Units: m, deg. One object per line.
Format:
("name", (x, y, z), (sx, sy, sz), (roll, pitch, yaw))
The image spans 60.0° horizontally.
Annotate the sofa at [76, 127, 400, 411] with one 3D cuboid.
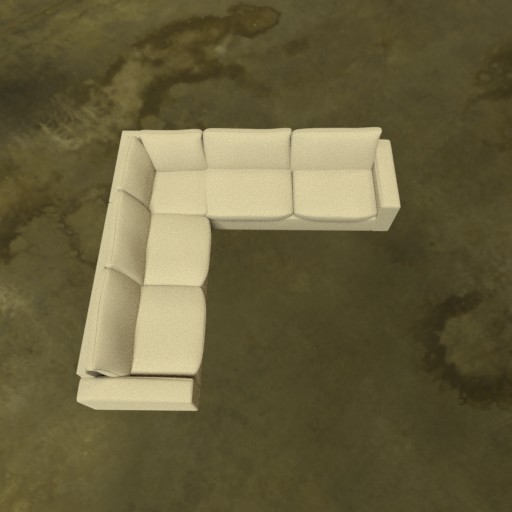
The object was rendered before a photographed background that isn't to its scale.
("sofa", (0.000, 0.000, 4.754), (3.206, 0.918, 3.066), (1, 63, 0))
